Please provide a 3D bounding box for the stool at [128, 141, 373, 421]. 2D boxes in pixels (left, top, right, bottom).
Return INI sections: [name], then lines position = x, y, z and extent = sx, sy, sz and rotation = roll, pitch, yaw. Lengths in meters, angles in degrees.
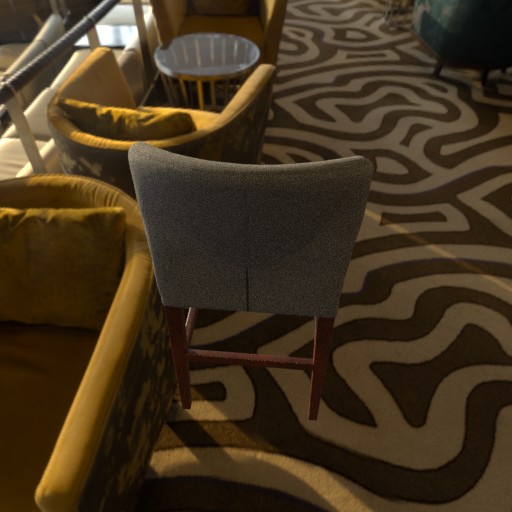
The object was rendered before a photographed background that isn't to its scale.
[stool]
position = 0.000, 0.000, 1.279
extent = 0.479, 0.968, 0.568
rotation = 4, 46, 4
